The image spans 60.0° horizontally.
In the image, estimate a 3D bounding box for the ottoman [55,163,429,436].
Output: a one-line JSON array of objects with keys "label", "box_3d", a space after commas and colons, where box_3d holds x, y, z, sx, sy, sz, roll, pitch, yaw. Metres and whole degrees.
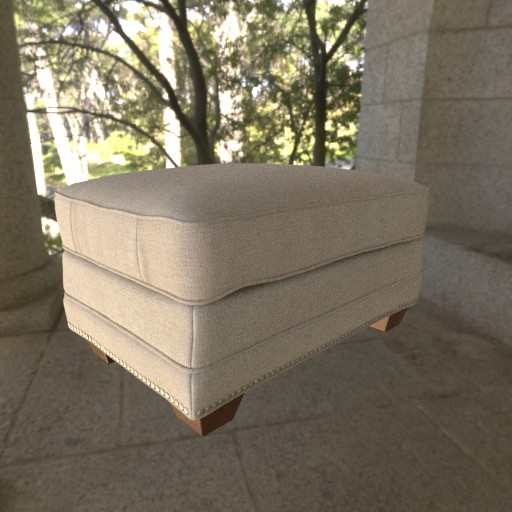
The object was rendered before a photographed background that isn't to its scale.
[{"label": "ottoman", "box_3d": [0.000, 0.000, 1.133, 0.813, 0.458, 0.559, -14, 21, -42]}]
